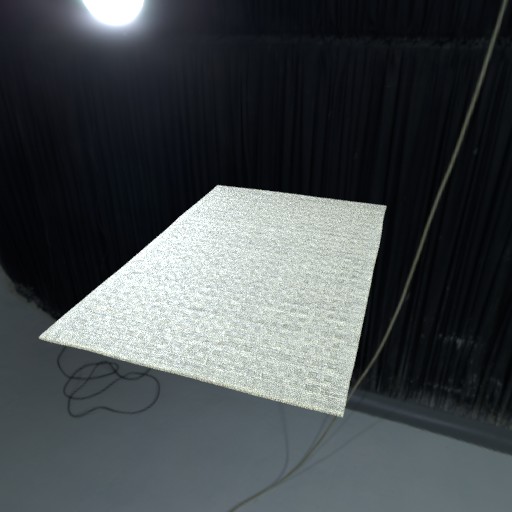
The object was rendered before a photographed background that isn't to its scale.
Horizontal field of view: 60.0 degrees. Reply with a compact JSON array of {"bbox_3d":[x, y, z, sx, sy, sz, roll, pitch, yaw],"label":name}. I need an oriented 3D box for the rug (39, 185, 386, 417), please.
[{"bbox_3d":[0.000,0.000,2.962,1.532,0.018,2.297,9,31,16],"label":"rug"}]
